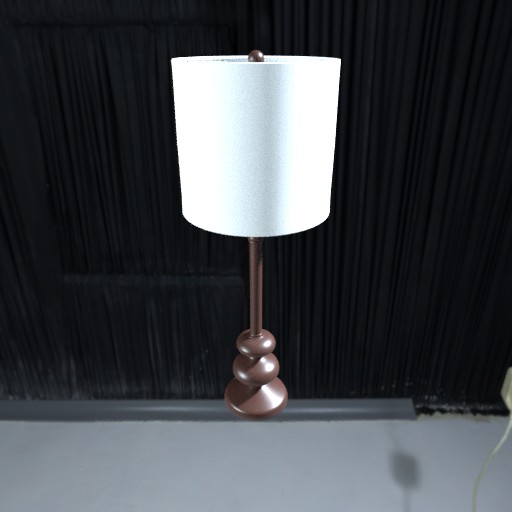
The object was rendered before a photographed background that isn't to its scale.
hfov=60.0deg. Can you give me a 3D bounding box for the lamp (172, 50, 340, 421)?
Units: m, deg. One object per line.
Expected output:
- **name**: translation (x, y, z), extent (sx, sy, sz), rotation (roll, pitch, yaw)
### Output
- **lamp**: translation (0.000, 0.000, 0.819), extent (0.254, 0.690, 0.254), rotation (0, 26, 1)
